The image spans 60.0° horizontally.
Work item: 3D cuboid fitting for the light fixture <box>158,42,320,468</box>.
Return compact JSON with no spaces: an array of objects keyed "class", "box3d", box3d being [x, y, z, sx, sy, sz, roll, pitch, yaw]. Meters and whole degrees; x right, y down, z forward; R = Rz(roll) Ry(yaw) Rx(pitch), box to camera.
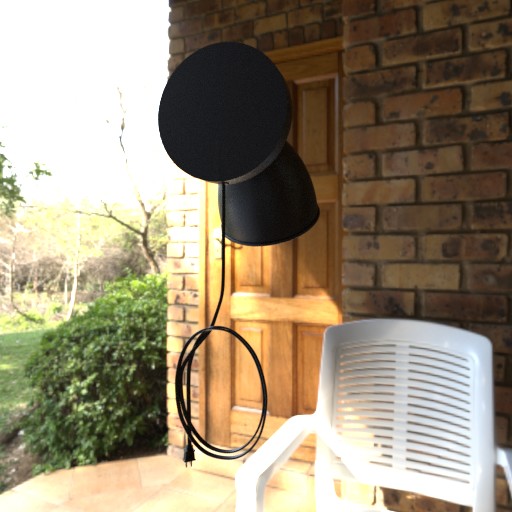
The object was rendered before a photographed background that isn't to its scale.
[{"class":"light fixture","box3d":[0.000,0.000,0.494,0.127,0.401,0.203,0,0,19]}]
